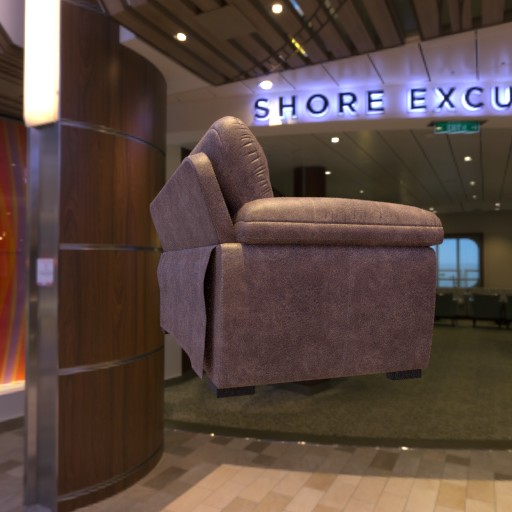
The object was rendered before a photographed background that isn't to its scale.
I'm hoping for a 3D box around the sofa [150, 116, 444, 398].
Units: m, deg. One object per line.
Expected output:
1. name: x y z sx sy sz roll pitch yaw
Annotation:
1. sofa: 0.000 0.000 2.370 0.991 0.991 1.753 0 -1 -19
